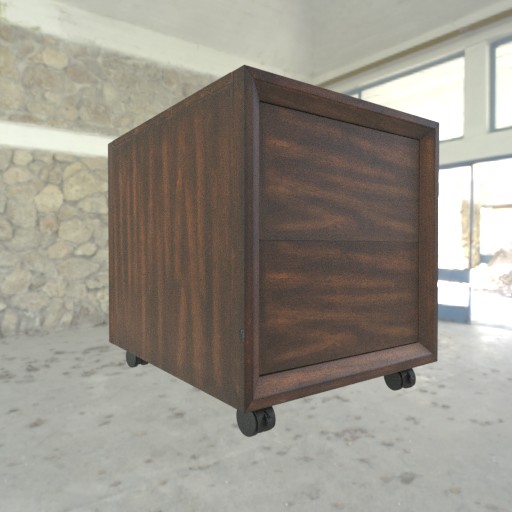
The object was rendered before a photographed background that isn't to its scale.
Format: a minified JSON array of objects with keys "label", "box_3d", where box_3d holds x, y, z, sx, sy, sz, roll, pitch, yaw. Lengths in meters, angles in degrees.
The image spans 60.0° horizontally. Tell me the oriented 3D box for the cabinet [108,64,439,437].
[{"label":"cabinet","box_3d":[0.000,0.000,0.835,0.402,0.455,0.500,-1,1,-36]}]
